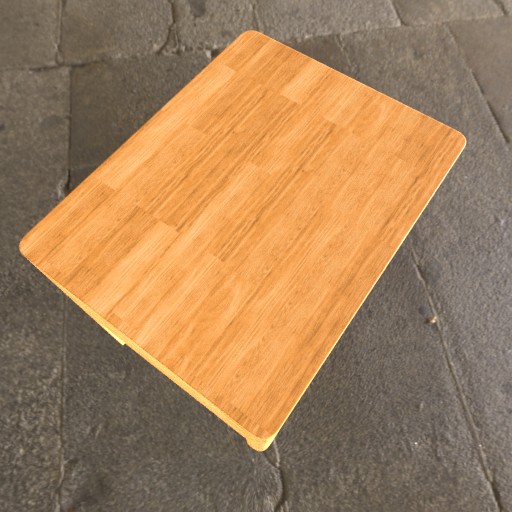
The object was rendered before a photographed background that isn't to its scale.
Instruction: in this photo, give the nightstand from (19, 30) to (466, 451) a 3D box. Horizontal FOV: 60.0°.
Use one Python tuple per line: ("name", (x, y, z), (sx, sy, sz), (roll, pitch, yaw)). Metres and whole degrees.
("nightstand", (0.000, 0.000, 0.877), (0.440, 0.470, 0.560), (33, 69, 15))
